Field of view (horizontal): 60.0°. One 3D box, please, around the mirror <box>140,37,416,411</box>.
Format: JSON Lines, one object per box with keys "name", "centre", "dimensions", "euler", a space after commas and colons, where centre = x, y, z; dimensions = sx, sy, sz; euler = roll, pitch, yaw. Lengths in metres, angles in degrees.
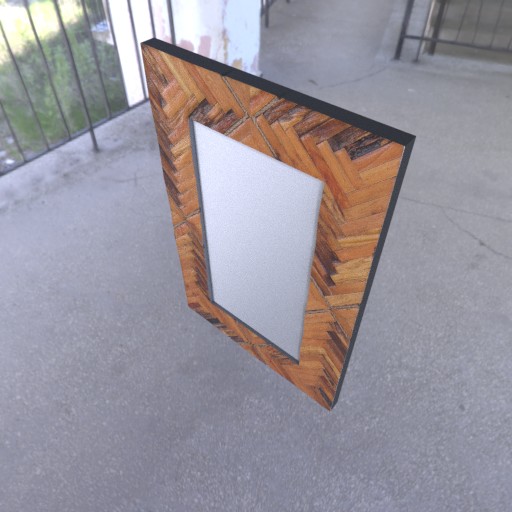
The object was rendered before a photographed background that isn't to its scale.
{"name": "mirror", "centre": [0.000, 0.000, 1.133], "dimensions": [0.606, 0.912, 0.044], "euler": [31, 54, 26]}
